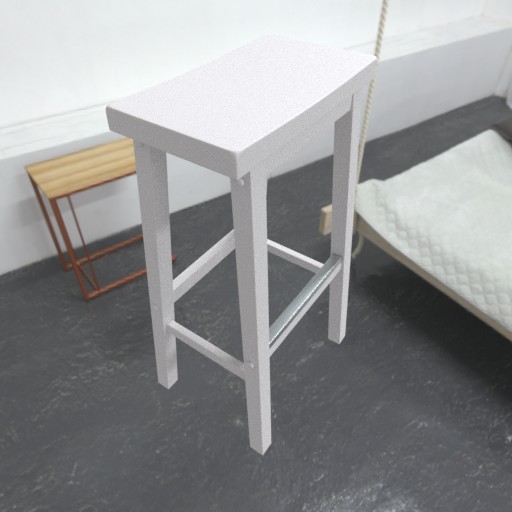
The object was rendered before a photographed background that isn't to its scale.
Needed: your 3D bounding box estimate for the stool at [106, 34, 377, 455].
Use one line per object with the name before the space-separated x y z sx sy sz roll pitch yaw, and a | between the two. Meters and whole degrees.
stool | 0.000 0.000 0.934 0.322 0.742 0.406 25 48 25
